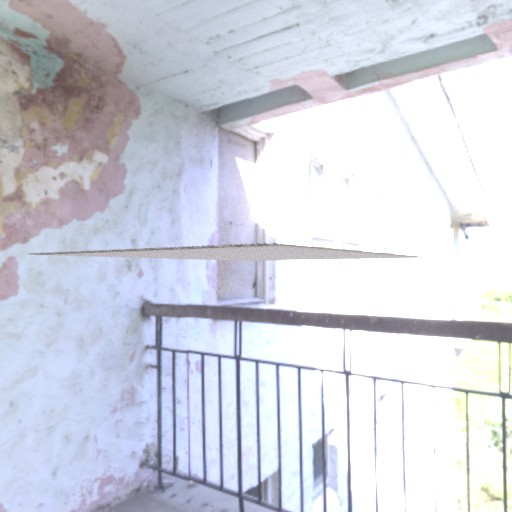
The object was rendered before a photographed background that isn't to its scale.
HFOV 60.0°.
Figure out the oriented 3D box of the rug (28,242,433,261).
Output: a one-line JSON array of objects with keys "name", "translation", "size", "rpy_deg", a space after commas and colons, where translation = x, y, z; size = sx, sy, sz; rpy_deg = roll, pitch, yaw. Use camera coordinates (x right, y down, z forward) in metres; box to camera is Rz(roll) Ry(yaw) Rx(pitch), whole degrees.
[{"name": "rug", "translation": [0.000, 0.000, 4.126], "size": [2.444, 0.013, 3.043], "rpy_deg": [-1, -2, 36]}]
